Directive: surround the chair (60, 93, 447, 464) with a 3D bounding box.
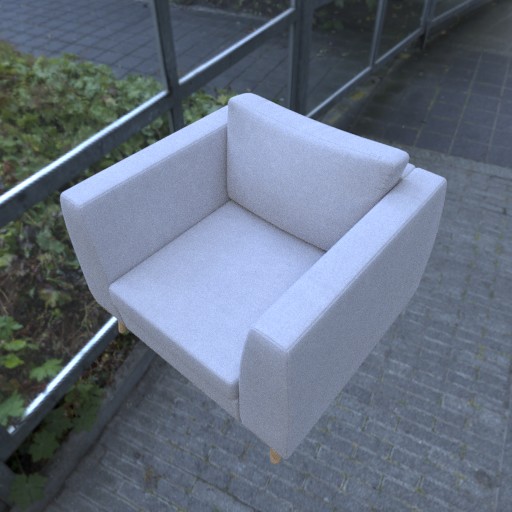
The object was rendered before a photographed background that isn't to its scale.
[{"bbox_3d":[0.000,0.000,1.672,1.000,0.860,0.930,31,53,27],"label":"chair"}]
